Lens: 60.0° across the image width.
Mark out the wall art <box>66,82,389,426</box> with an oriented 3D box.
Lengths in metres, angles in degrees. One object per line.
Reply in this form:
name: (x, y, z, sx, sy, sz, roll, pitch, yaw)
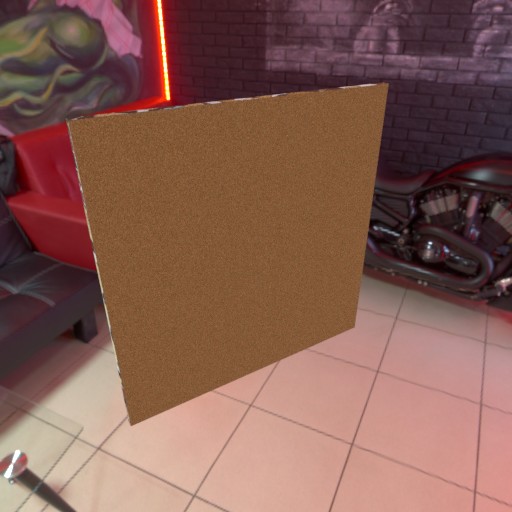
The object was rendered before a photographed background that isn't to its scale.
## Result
wall art: (0.000, 0.000, 0.595, 0.404, 0.406, 0.010, -17, 34, -27)
